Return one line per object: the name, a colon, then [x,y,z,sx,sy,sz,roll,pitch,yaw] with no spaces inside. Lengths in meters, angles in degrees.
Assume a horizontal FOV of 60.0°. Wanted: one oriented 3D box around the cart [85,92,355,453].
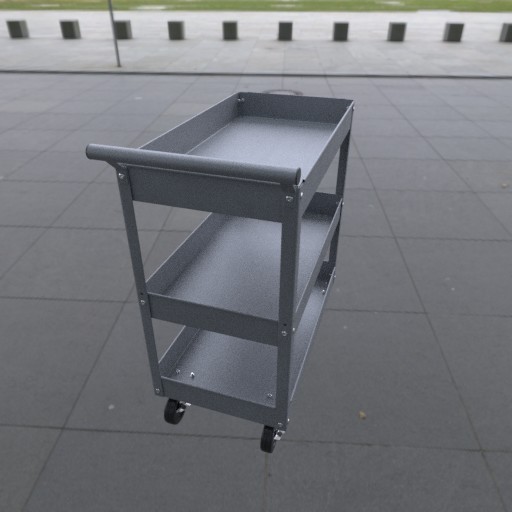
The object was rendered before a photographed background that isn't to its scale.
cart: [0.000,0.000,1.185,0.366,0.780,0.719,10,33,16]
